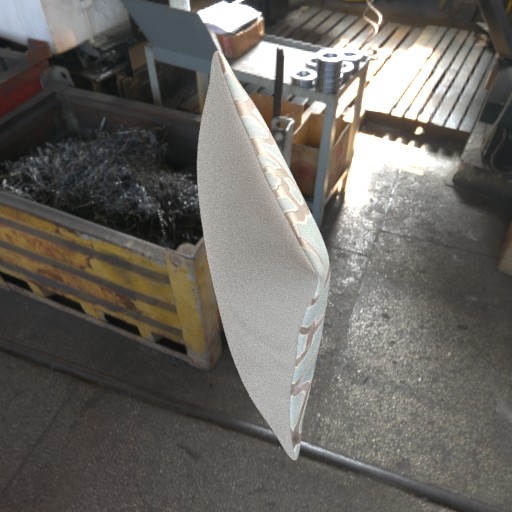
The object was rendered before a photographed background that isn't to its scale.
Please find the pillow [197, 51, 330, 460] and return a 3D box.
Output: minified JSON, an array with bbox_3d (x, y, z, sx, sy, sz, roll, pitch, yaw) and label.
[{"bbox_3d":[0.000,0.000,0.795,0.166,0.508,0.552,-10,48,-9],"label":"pillow"}]
